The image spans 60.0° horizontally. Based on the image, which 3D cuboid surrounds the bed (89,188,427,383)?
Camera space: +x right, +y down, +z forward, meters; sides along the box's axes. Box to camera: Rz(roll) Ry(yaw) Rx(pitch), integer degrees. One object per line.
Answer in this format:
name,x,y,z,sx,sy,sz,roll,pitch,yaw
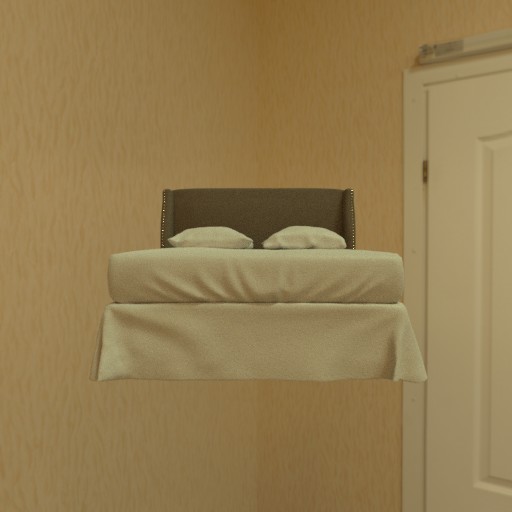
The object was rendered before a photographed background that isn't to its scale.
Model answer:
bed,0.000,0.000,3.429,1.925,1.332,2.276,0,1,1
